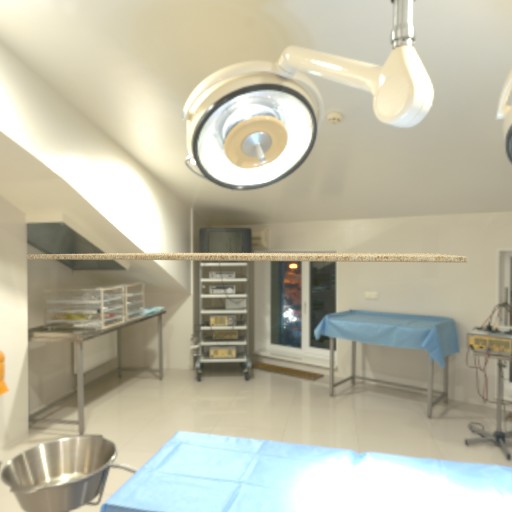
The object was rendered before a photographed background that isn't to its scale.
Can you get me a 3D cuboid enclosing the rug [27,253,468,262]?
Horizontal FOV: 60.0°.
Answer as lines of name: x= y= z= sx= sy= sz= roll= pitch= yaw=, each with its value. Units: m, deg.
rug: x=0.000 y=0.000 z=2.926 sx=2.349 sy=0.025 sz=1.500 roll=0 pitch=1 yaw=17
